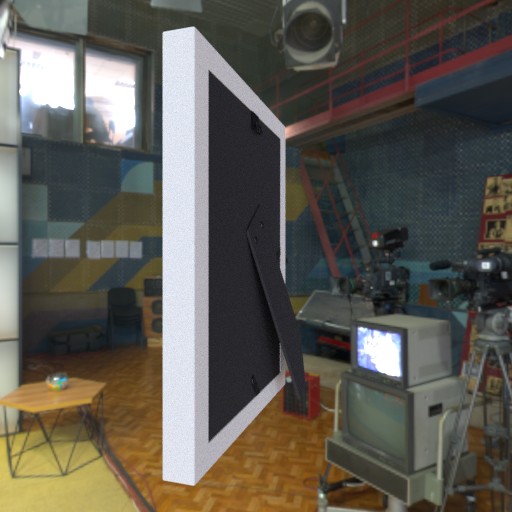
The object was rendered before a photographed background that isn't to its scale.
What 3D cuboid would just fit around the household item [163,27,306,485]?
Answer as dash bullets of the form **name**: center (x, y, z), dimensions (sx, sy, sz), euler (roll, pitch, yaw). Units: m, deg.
- **household item**: center (0.000, 0.000, 0.335), dimensions (0.045, 0.250, 0.200), euler (0, 0, 18)
